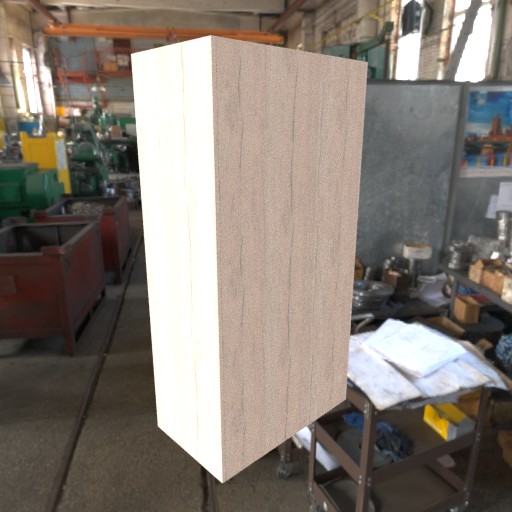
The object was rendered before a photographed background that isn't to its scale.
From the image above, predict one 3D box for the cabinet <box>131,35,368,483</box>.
[{"bbox_3d":[0.000,0.000,2.348,0.980,1.930,0.580,-15,22,-41],"label":"cabinet"}]
